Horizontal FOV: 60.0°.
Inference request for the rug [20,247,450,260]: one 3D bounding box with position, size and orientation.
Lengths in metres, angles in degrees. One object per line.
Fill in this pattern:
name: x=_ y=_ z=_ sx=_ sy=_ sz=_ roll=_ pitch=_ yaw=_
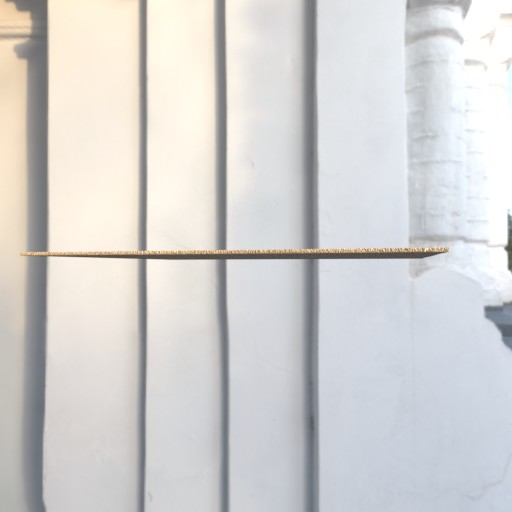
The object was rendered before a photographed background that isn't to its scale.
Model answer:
rug: x=0.000 y=0.000 z=4.053 sx=3.000 sy=0.026 sz=2.400 roll=0 pitch=-1 yaw=17
